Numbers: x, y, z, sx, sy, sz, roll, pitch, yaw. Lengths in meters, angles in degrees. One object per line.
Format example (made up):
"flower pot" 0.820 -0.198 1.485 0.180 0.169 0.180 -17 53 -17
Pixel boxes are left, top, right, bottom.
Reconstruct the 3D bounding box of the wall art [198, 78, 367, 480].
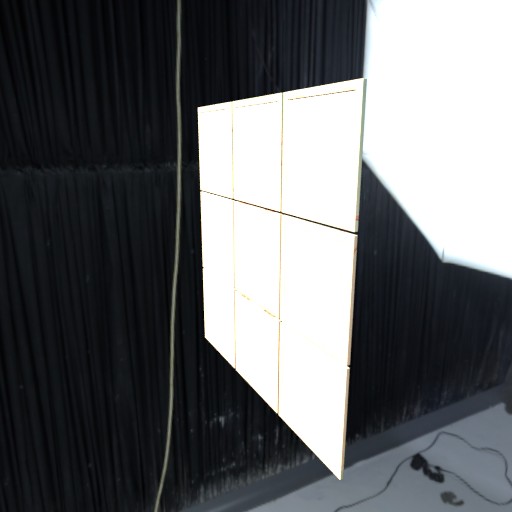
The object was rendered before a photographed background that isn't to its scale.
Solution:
"wall art" 0.000 0.000 1.807 0.013 1.219 1.214 -7 16 -26
